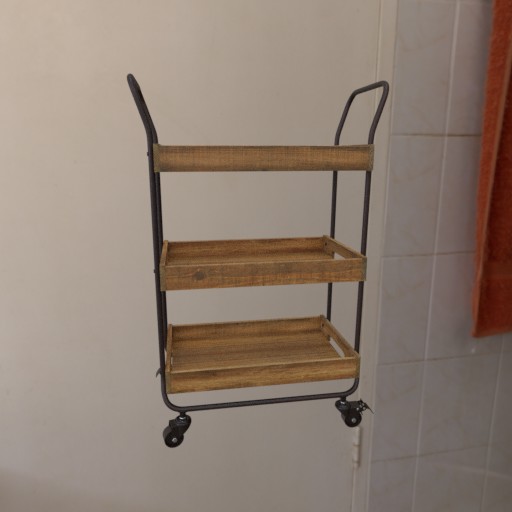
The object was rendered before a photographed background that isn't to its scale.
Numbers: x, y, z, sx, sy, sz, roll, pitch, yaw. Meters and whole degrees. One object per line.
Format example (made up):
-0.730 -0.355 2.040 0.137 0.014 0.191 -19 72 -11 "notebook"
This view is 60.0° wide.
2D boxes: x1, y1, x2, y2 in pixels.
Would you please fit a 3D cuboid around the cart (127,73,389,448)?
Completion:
0.000 0.000 1.166 0.583 0.857 0.339 -2 13 -9 "cart"
